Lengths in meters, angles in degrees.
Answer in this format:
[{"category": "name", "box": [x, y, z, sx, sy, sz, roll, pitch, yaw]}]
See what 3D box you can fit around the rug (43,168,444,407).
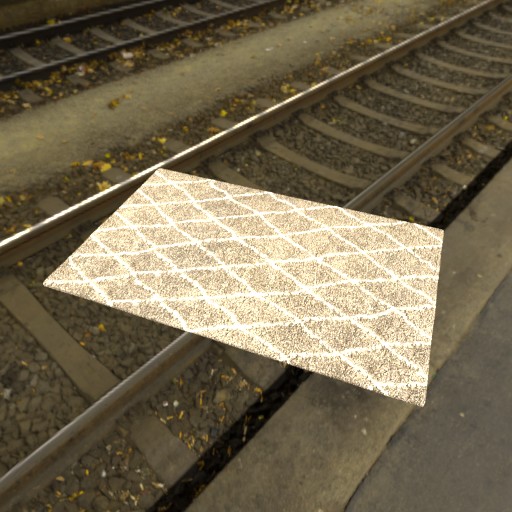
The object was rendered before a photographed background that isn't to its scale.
[{"category": "rug", "box": [0.000, 0.000, 3.124, 2.438, 0.030, 1.524, 15, 45, 15]}]
